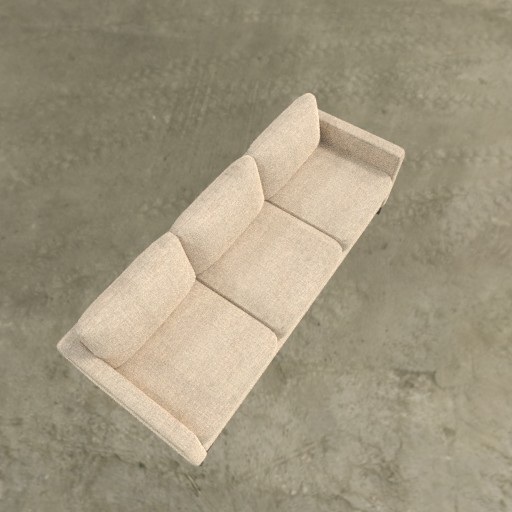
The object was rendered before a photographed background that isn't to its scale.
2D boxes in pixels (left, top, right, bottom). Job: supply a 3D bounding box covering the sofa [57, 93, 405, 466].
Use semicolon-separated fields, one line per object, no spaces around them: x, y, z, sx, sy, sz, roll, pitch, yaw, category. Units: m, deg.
0.000;0.000;2.694;0.859;0.874;2.218;31;63;18;sofa
